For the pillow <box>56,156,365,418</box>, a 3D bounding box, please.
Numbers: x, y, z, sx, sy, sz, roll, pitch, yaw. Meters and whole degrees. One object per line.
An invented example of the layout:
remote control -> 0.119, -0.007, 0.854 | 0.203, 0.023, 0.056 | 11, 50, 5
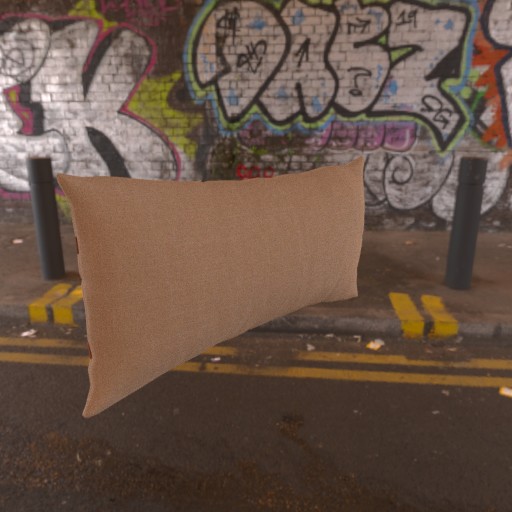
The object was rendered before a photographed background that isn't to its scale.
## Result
pillow -> 0.000, 0.000, 0.725 | 0.612, 0.308, 0.148 | -15, 22, -42
